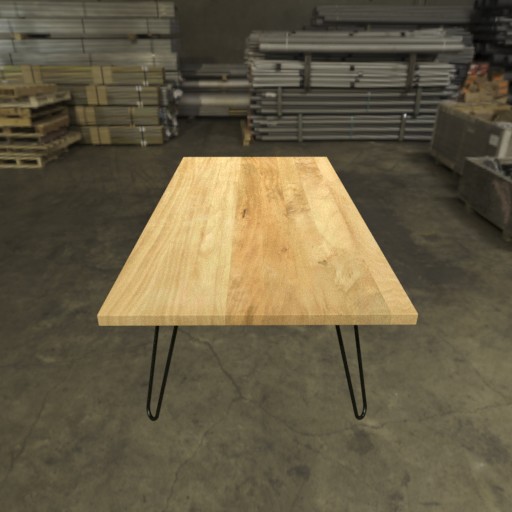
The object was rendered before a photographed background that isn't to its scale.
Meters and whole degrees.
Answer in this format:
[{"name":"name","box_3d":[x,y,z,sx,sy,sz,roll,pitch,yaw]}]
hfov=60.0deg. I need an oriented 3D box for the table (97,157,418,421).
[{"name":"table","box_3d":[0.000,0.000,1.653,0.699,0.400,1.348,0,27,0]}]
